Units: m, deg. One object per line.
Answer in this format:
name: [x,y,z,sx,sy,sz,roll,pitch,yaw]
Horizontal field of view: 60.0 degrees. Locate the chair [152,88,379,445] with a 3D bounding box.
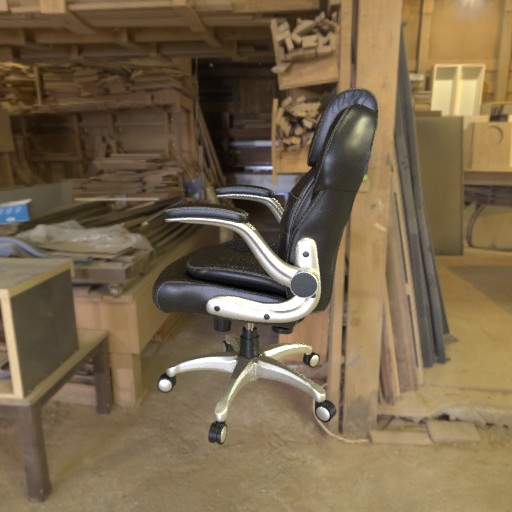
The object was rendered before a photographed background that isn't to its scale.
chair: [0.000,0.000,1.660,0.801,1.141,0.724,2,14,9]
